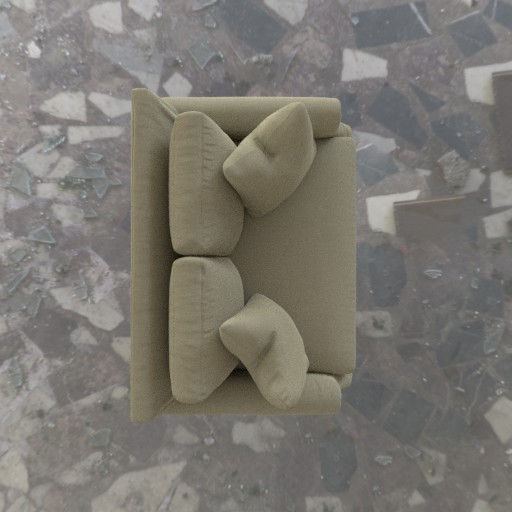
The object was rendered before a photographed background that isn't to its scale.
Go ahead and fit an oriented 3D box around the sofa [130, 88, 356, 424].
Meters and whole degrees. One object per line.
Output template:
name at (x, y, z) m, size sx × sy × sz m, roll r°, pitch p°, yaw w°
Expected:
sofa at (0.000, 0.000, 2.222) m, size 1.070 × 0.905 × 1.550 m, roll 0°, pitch 90°, yaw 1°
